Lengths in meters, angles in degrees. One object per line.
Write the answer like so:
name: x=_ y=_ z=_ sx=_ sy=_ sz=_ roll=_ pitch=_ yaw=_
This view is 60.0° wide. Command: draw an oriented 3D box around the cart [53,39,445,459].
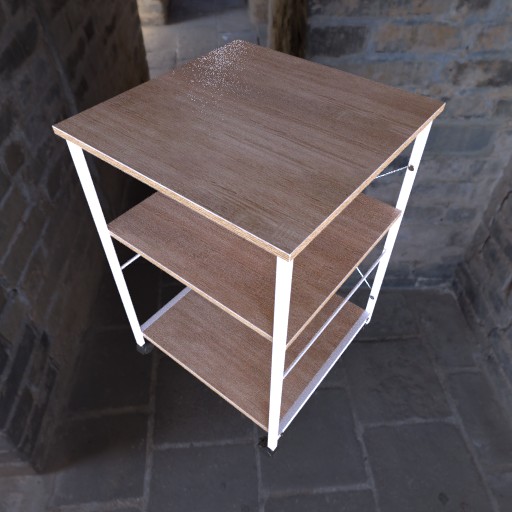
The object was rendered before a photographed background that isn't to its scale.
cart: x=0.000 y=0.000 z=1.098 sx=0.521 sy=0.762 sz=0.520 roll=30 pitch=53 yaw=25
